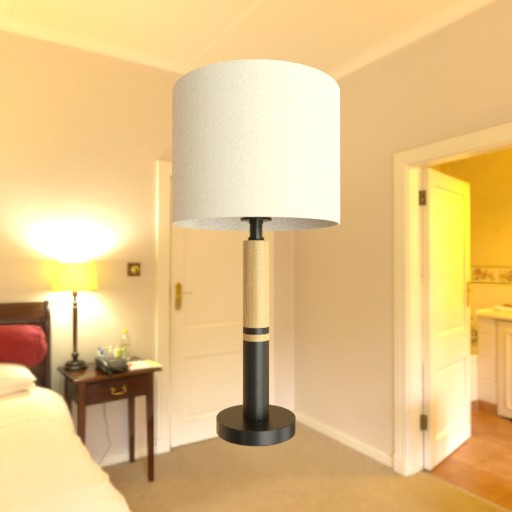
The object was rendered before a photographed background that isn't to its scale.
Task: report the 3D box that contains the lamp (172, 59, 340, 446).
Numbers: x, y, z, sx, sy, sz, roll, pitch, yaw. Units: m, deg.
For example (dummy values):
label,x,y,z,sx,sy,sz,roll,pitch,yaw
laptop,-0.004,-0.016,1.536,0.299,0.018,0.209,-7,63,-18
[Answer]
label,x,y,z,sx,sy,sz,roll,pitch,yaw
lamp,0.000,0.000,0.817,0.305,0.640,0.305,0,-1,18
